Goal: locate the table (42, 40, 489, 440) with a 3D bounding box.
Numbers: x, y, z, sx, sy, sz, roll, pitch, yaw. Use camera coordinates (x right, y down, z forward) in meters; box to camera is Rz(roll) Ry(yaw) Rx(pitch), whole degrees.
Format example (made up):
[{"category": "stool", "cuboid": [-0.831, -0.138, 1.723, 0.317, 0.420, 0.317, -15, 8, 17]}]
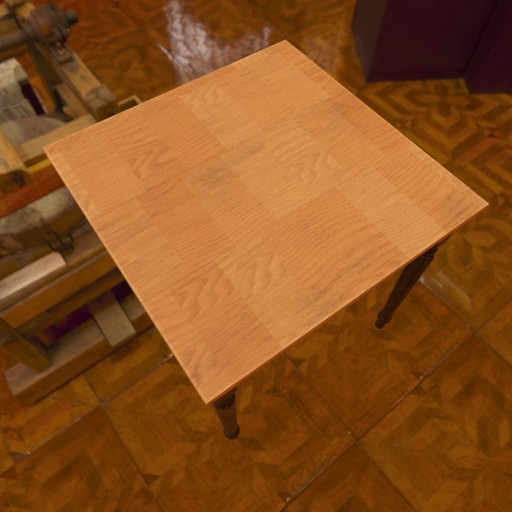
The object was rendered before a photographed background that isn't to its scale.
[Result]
[{"category": "table", "cuboid": [0.000, 0.000, 1.350, 0.747, 0.738, 0.747, -32, 64, -17]}]
